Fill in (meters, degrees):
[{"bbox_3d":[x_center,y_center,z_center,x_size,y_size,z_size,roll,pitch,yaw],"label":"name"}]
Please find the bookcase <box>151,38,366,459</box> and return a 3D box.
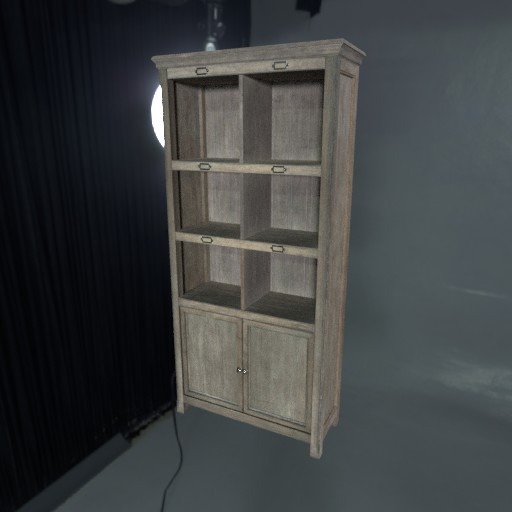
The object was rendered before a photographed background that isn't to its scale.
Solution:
[{"bbox_3d":[0.000,0.000,2.236,0.906,1.880,0.348,8,17,26],"label":"bookcase"}]
